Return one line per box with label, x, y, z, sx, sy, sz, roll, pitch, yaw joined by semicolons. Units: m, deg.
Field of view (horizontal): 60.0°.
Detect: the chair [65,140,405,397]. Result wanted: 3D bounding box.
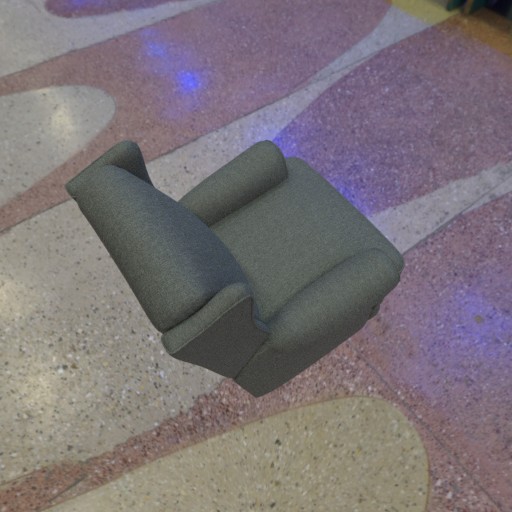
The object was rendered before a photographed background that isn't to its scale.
chair;0.000;0.000;1.703;0.969;1.011;0.847;-31;63;-18
